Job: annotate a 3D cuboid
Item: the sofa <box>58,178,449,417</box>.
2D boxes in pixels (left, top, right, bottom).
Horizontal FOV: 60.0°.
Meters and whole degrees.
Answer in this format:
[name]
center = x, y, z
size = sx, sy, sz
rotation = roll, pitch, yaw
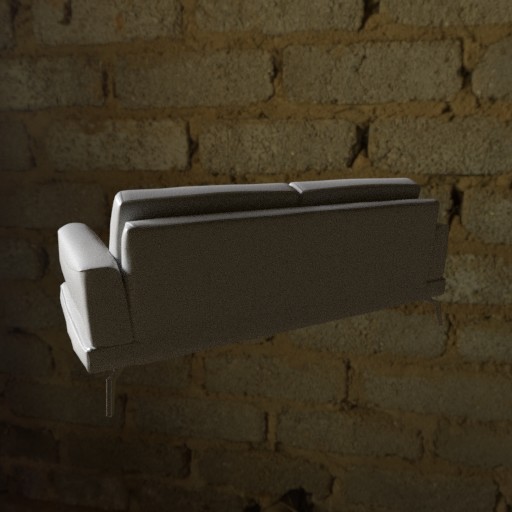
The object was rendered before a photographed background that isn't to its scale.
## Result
[sofa]
center = 0.000, 0.000, 2.673
size = 2.177, 0.930, 1.121
rotation = -7, 16, -27
